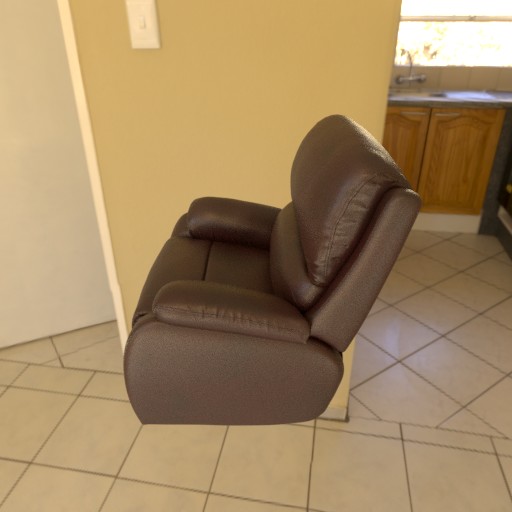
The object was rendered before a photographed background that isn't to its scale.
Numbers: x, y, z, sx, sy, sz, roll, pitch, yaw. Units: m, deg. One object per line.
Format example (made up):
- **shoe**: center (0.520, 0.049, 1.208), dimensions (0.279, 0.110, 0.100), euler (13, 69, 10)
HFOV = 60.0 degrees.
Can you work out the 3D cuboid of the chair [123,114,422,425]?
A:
- **chair**: center (0.000, 0.000, 1.739), dimensions (0.899, 1.011, 0.930), euler (0, 28, 1)
